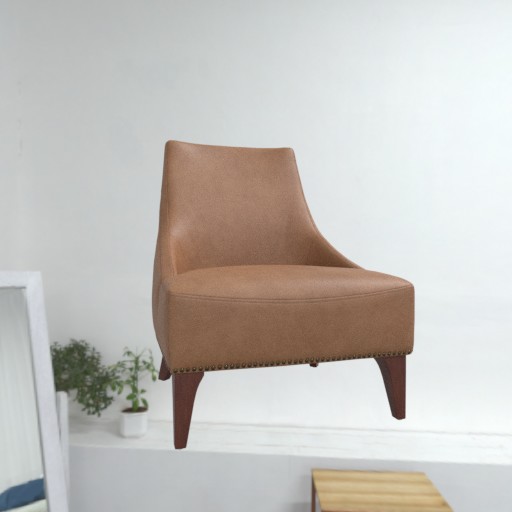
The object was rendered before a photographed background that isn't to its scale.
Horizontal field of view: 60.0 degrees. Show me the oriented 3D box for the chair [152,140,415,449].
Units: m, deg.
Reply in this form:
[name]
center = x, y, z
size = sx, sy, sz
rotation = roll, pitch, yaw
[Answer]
[chair]
center = 0.000, 0.000, 1.519
size = 0.701, 0.909, 0.861
rotation = -1, 2, -17
